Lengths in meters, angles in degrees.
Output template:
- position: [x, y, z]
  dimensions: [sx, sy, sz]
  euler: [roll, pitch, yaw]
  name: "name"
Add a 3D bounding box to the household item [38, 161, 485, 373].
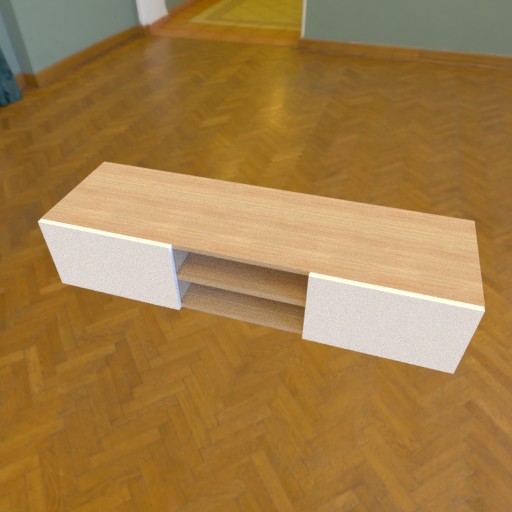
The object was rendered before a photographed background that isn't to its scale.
- position: [0.000, 0.000, 1.584]
  dimensions: [1.400, 0.310, 0.420]
  euler: [11, 42, 12]
  name: "household item"
